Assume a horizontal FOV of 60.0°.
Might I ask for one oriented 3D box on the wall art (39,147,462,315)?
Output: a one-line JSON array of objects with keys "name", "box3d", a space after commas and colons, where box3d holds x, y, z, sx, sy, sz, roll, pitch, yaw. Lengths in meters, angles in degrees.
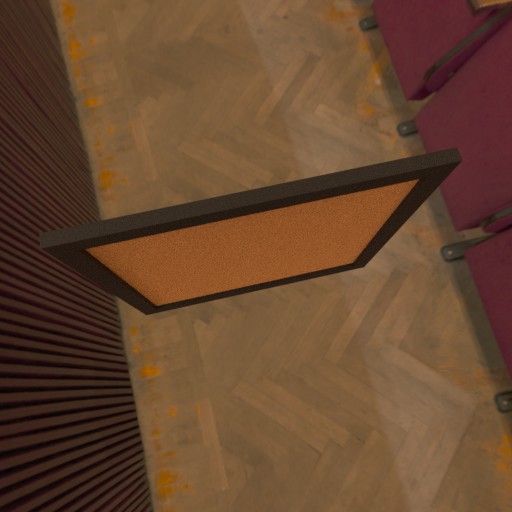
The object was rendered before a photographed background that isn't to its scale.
[{"name": "wall art", "box3d": [0.000, 0.000, 1.535, 1.016, 1.016, 0.038, -12, 74, -3]}]
